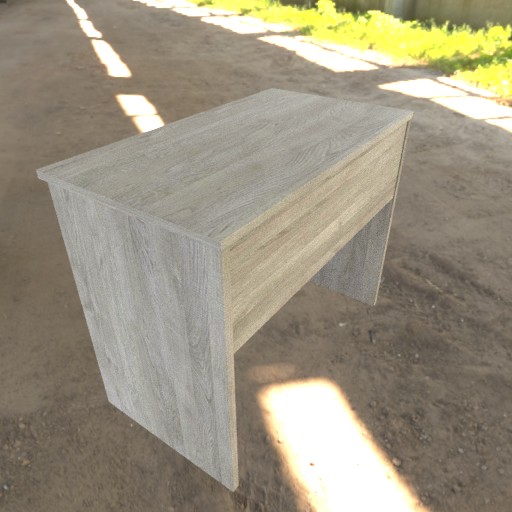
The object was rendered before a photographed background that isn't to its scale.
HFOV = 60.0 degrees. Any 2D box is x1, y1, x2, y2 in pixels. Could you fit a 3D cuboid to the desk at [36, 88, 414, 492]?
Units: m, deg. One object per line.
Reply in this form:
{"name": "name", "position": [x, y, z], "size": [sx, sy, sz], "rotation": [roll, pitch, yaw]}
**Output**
{"name": "desk", "position": [0.000, 0.000, 1.311], "size": [0.498, 0.724, 0.893], "rotation": [21, 39, 29]}
